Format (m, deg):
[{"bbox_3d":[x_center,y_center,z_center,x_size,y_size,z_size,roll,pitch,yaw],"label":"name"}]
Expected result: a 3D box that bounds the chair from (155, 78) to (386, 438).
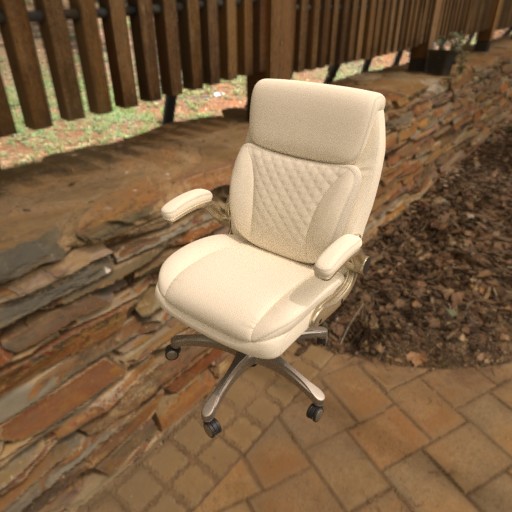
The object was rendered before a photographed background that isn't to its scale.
[{"bbox_3d":[0.000,0.000,1.631,0.740,1.110,0.794,19,36,28],"label":"chair"}]
